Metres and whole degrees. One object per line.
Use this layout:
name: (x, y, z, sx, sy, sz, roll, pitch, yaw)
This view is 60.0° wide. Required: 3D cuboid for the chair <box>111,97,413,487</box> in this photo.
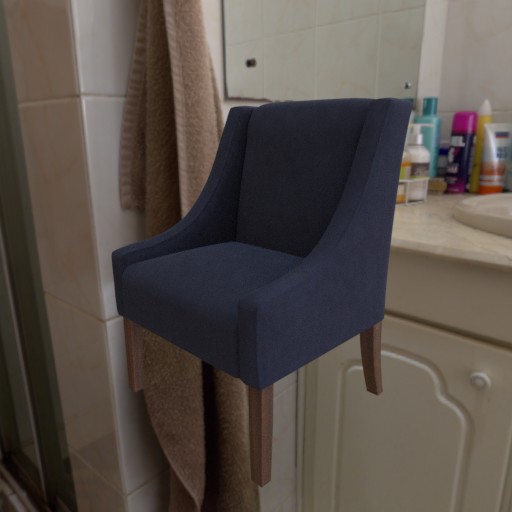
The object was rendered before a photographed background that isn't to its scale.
chair: (0.000, 0.000, 1.317, 0.629, 0.895, 0.629, 15, 21, 43)
